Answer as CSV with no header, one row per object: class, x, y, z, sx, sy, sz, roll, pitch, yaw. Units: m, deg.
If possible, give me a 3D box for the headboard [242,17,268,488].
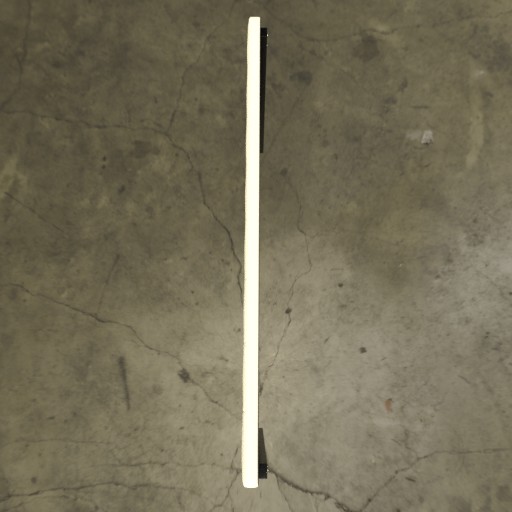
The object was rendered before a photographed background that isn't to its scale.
headboard,0.000,0.000,2.803,0.120,1.410,2.362,0,75,0
